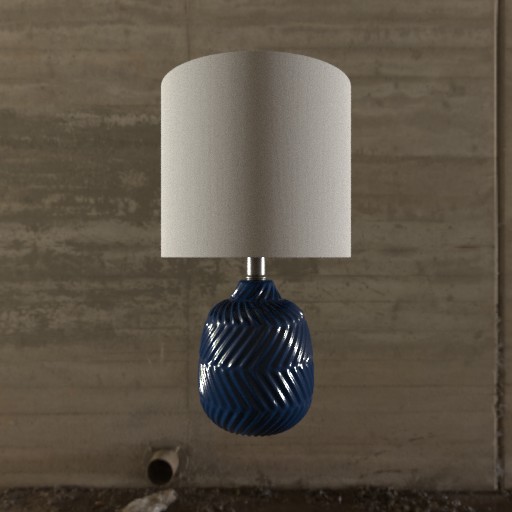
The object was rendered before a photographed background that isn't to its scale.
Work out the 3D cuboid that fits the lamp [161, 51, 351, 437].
[{"bbox_3d":[0.000,0.000,0.486,0.203,0.368,0.203,0,0,-36],"label":"lamp"}]
